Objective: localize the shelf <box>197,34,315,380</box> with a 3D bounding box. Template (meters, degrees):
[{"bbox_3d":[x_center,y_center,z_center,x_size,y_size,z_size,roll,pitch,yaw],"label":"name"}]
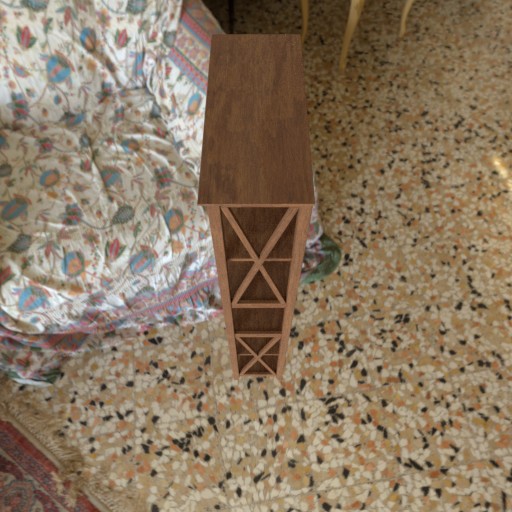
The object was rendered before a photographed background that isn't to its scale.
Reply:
[{"bbox_3d":[0.000,0.000,2.277,0.335,1.905,0.805,0,59,0],"label":"shelf"}]
